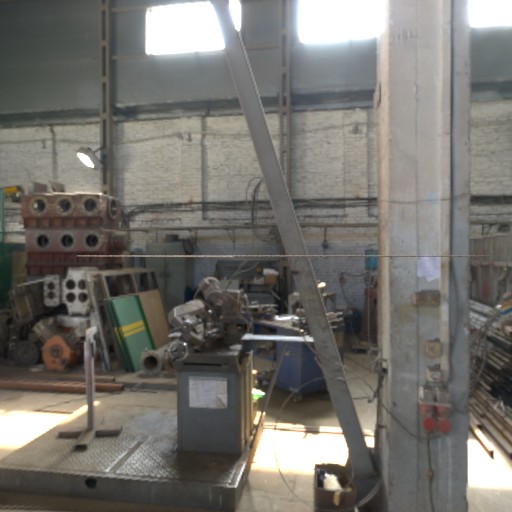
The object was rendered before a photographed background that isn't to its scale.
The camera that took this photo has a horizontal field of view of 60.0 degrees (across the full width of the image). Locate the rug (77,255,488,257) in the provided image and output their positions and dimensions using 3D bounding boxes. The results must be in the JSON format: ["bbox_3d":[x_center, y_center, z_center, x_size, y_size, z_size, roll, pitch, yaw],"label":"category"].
[{"bbox_3d":[0.000,0.000,4.109,2.442,0.008,3.046,0,0,-35],"label":"rug"}]
